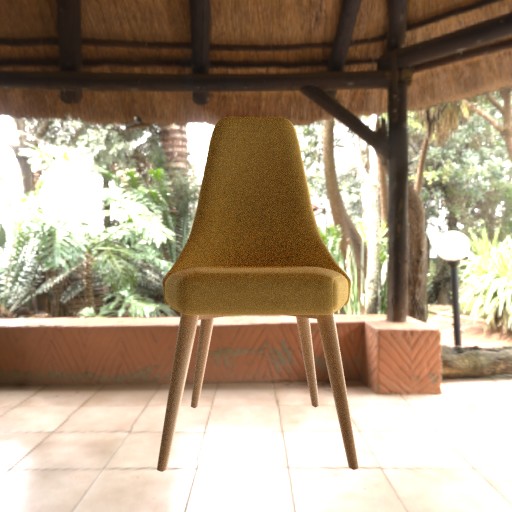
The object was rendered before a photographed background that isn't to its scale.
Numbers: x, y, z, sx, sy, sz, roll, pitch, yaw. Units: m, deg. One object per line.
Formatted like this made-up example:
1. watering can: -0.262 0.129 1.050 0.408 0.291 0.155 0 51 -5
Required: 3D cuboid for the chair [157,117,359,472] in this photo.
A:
1. chair: 0.000 0.000 1.357 0.510 1.040 0.660 0 0 -1
